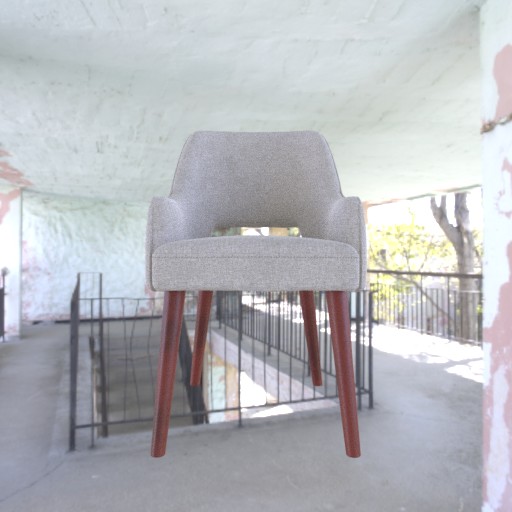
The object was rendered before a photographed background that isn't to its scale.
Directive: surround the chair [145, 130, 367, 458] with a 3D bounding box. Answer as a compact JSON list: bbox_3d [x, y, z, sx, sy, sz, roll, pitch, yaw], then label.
[{"bbox_3d":[0.000,0.000,1.232,0.548,0.849,0.605,0,0,0],"label":"chair"}]
